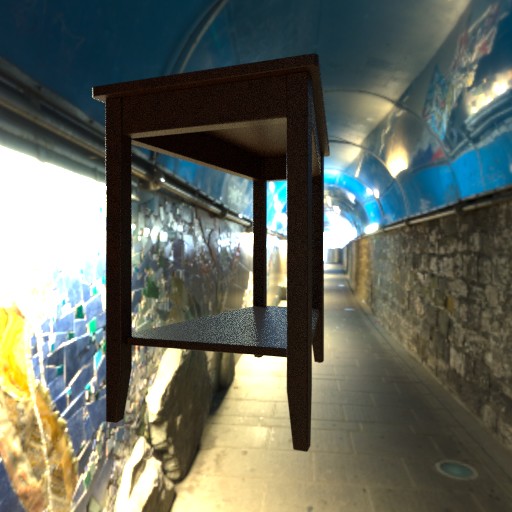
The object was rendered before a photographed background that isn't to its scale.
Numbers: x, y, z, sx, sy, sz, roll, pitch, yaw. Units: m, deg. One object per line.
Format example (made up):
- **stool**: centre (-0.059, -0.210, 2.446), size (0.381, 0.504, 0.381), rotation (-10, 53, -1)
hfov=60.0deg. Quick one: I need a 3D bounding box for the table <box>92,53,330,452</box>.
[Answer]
- **table**: centre (0.000, 0.000, 0.991), size (0.399, 0.589, 0.605), rotation (0, 0, 19)
